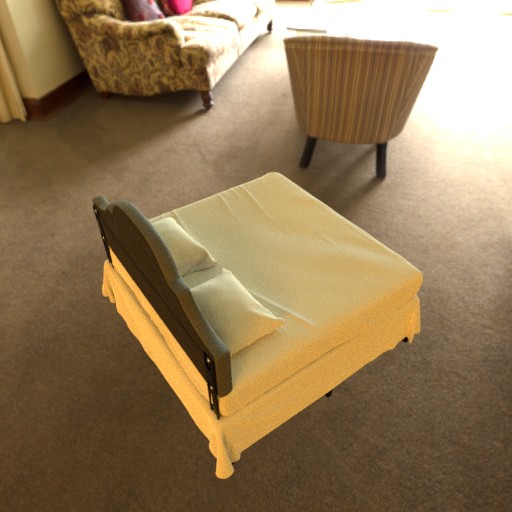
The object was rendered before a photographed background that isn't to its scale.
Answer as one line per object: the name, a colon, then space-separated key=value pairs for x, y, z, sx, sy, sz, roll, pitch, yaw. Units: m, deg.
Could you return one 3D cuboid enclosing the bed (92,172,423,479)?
bed: x=0.000 y=0.000 z=3.750 sx=2.222 sy=1.631 sz=2.303 roll=-25 pitch=47 yaw=-26
